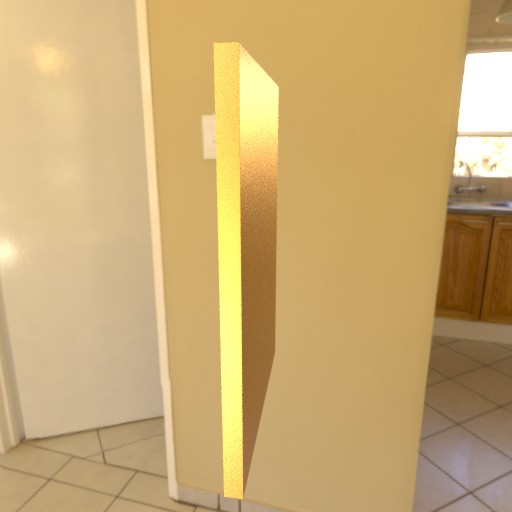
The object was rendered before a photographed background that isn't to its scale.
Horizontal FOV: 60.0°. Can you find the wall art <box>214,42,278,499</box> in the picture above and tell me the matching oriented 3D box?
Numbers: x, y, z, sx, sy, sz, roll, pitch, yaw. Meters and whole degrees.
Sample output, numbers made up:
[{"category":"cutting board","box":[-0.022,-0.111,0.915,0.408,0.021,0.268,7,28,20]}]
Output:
[{"category":"wall art","box":[0.000,0.000,1.047,0.038,0.812,0.610,2,15,8]}]
